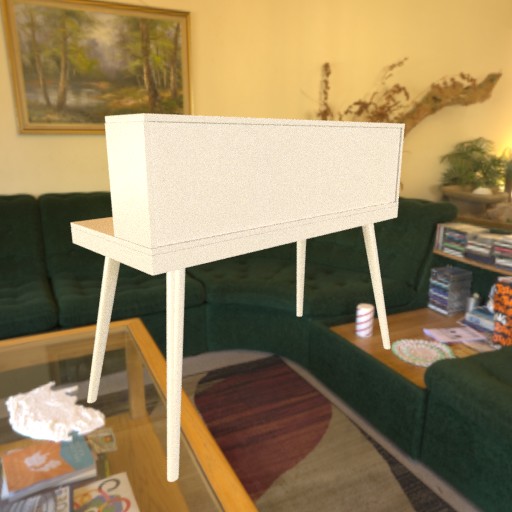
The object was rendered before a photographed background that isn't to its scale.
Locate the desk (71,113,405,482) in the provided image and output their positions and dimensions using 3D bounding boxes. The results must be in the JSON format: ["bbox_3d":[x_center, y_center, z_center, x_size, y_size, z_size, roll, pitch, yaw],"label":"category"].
[{"bbox_3d":[0.000,0.000,1.709,1.199,0.990,0.559,-14,20,-42],"label":"desk"}]
